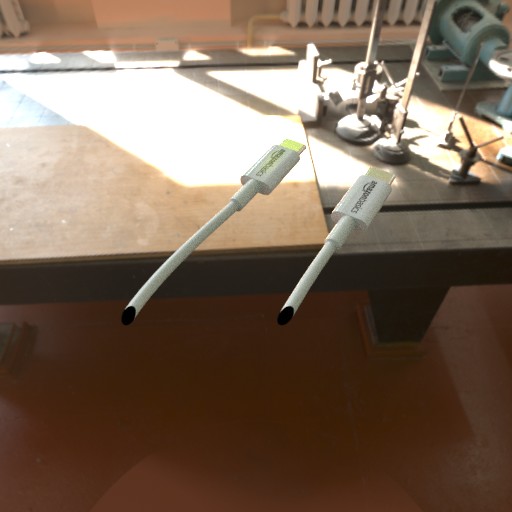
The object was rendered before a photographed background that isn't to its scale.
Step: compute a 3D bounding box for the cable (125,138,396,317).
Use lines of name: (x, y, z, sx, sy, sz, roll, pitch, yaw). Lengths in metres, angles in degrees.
cable: (0.000, 0.000, 0.112, 0.041, 0.005, 0.098, 25, 52, 21)
